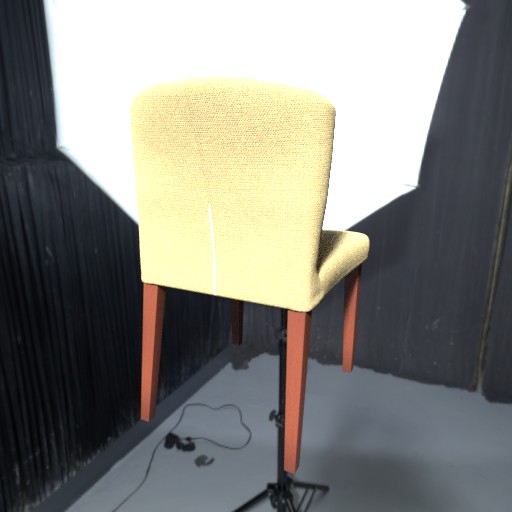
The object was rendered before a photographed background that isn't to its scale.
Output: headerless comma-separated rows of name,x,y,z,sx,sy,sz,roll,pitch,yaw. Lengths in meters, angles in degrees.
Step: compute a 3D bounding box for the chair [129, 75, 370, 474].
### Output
chair,0.000,0.000,1.187,0.491,0.839,0.589,8,17,26
